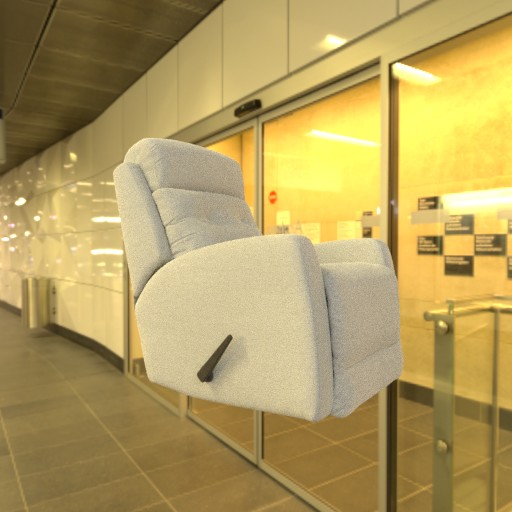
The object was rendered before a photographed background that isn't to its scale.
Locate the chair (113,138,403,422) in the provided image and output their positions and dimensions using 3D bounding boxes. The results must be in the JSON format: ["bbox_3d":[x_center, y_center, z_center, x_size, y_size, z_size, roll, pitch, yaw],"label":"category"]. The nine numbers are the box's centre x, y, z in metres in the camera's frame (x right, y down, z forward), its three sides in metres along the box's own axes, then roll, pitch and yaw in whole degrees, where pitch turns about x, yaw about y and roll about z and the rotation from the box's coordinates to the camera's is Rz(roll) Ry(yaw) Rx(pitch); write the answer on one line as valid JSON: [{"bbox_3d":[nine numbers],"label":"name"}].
[{"bbox_3d":[0.000,0.000,1.790,1.043,1.013,0.798,1,1,36],"label":"chair"}]
